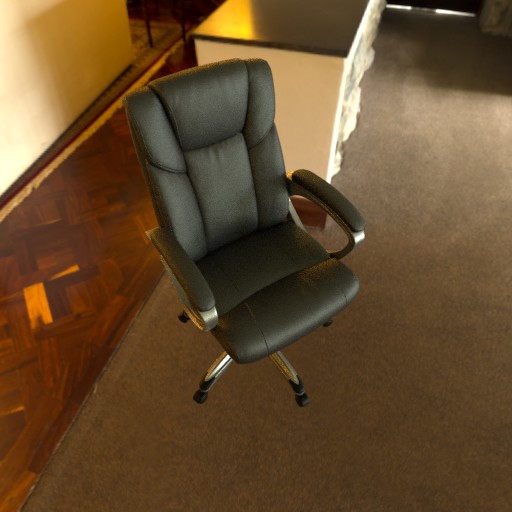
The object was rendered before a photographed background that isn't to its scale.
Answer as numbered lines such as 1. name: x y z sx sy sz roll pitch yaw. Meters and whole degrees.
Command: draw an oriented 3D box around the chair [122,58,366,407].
1. chair: 0.000 0.000 1.578 0.721 1.130 0.719 -25 51 -22
